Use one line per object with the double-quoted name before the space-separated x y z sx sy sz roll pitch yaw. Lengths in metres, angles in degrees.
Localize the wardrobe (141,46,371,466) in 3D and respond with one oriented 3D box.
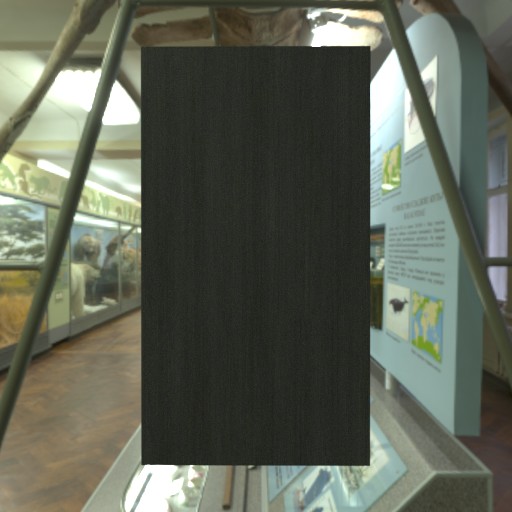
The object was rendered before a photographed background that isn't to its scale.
"wardrobe" 0.000 0.000 2.199 0.991 1.808 0.577 0 0 0
